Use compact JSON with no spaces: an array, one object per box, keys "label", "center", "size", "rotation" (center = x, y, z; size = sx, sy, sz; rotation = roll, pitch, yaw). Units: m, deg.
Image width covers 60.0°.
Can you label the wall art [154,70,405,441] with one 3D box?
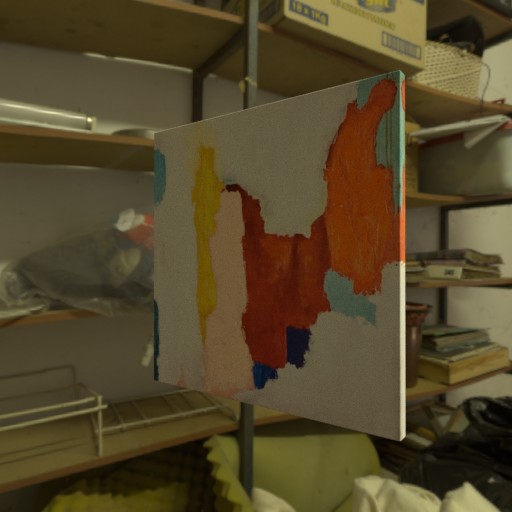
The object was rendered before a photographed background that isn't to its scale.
[{"label":"wall art","center":[0.000,0.000,1.532],"size":[1.017,1.017,0.044],"rotation":[0,0,37]}]
